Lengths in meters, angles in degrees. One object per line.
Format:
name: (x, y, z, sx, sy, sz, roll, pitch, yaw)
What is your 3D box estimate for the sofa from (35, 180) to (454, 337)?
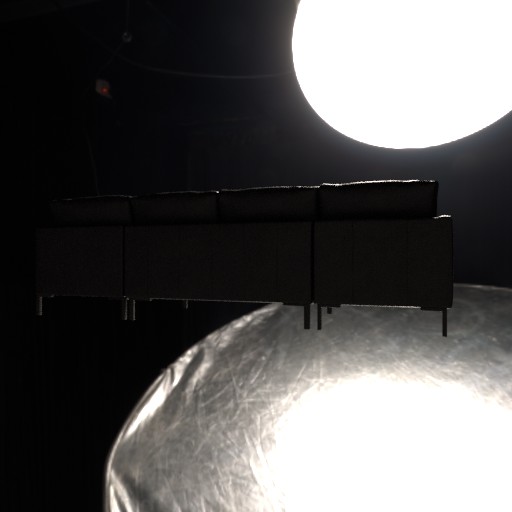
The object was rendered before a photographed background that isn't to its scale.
sofa: (0.000, 0.000, 3.787, 2.956, 0.900, 1.939, 0, 0, 19)
